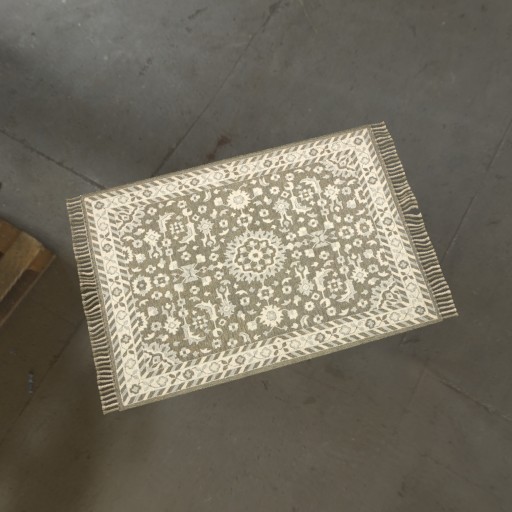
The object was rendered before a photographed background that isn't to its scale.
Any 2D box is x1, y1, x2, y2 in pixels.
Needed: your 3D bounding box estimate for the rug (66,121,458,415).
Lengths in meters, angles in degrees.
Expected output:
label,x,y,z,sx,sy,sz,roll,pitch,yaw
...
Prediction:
label,x,y,z,sx,sy,sz,roll,pitch,yaw
rug,0.000,0.000,3.079,2.431,0.025,1.530,-15,76,-4
